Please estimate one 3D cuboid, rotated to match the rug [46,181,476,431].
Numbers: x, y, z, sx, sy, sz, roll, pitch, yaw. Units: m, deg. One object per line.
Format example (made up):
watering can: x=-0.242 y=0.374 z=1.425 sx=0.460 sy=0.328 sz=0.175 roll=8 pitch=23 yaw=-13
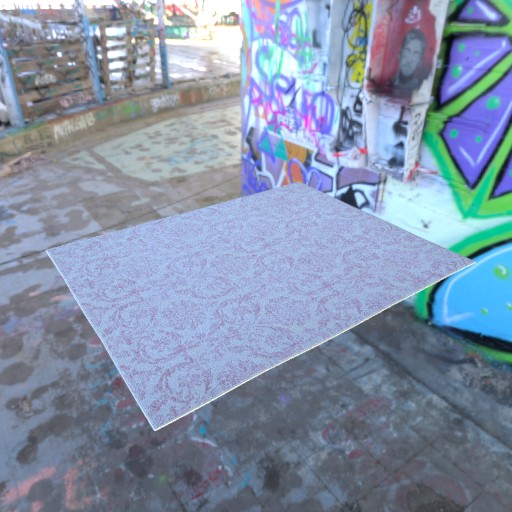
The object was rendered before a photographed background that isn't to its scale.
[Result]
rug: x=0.000 y=0.000 z=3.909 sx=2.980 sy=0.012 sz=2.363 roll=-20 pitch=36 yaw=-30
